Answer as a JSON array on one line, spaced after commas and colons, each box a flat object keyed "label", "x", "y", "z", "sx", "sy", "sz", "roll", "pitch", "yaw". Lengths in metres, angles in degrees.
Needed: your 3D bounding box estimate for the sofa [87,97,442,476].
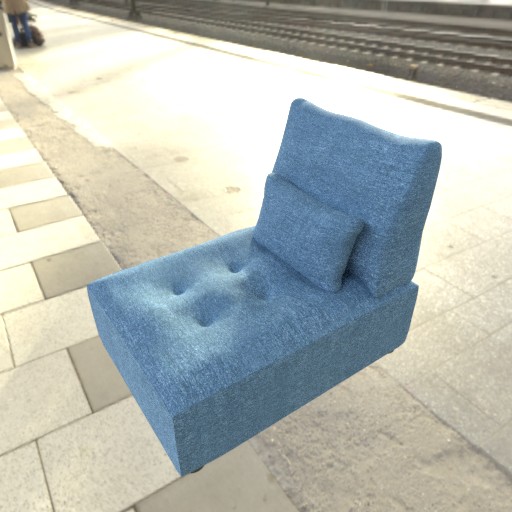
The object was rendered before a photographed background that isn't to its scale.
[{"label": "sofa", "x": 0.000, "y": 0.000, "z": 1.521, "sx": 1.000, "sy": 0.820, "sz": 0.700, "roll": -21, "pitch": 38, "yaw": -29}]
